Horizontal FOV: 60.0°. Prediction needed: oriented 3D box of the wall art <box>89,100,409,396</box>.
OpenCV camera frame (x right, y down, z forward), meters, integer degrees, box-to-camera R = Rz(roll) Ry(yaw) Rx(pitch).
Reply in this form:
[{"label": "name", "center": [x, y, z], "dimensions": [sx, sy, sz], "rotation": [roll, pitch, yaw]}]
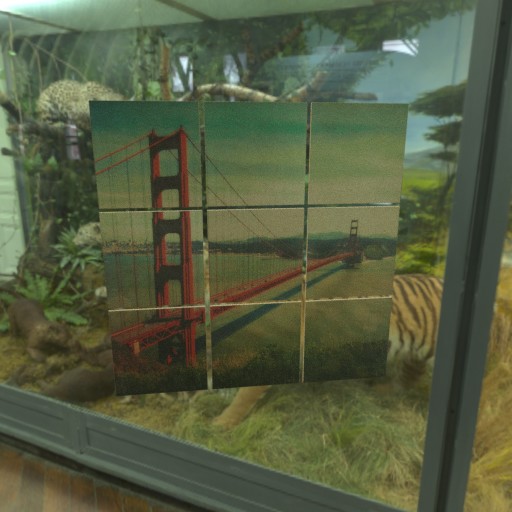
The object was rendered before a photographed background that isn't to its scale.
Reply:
[{"label": "wall art", "center": [0.000, 0.000, 2.291], "dimensions": [1.519, 1.507, 0.014], "rotation": [-2, 15, -7]}]
